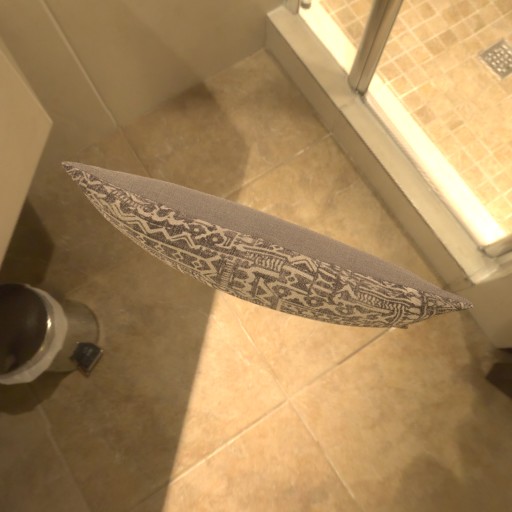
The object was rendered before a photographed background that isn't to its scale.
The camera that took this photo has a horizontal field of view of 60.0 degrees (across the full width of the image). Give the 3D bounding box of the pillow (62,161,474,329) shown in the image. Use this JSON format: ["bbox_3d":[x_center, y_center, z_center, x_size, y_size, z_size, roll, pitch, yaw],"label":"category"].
[{"bbox_3d":[0.000,0.000,0.752,0.631,0.290,0.148,19,77,5],"label":"pillow"}]
